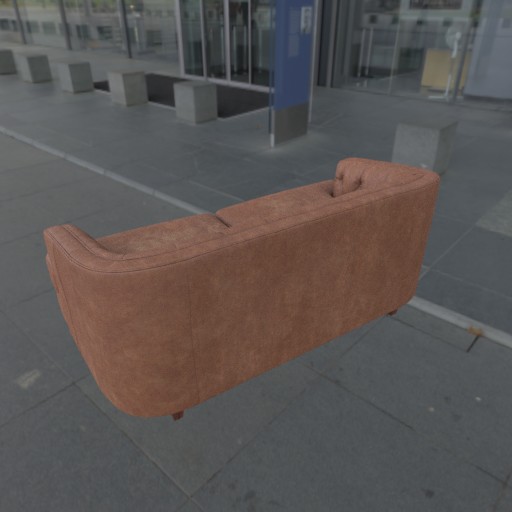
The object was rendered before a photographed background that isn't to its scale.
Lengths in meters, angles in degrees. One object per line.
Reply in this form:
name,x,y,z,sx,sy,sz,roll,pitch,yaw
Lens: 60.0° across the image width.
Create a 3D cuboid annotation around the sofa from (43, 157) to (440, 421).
sofa,0.000,0.000,2.162,1.755,0.786,0.914,-18,35,-28
